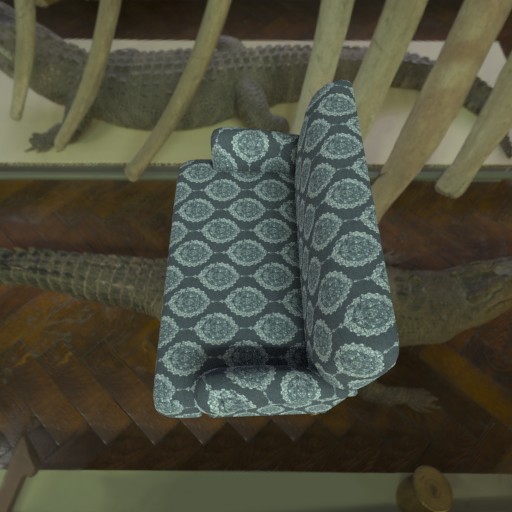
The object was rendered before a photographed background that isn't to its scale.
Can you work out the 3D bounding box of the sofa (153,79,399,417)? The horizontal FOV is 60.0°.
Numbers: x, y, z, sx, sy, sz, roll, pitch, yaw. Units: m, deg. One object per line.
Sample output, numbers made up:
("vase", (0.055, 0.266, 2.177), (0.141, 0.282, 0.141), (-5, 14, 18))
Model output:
("sofa", (0.000, 0.000, 1.842), (0.779, 0.867, 1.297), (0, 59, 0))
